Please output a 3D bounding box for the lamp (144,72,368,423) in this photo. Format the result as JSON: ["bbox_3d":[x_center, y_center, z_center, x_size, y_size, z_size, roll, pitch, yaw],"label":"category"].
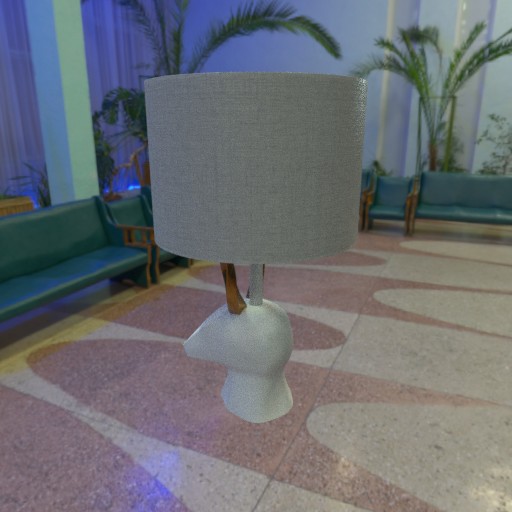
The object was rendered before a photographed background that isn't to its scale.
[{"bbox_3d":[0.000,0.000,0.678,0.298,0.503,0.298,8,19,26],"label":"lamp"}]
